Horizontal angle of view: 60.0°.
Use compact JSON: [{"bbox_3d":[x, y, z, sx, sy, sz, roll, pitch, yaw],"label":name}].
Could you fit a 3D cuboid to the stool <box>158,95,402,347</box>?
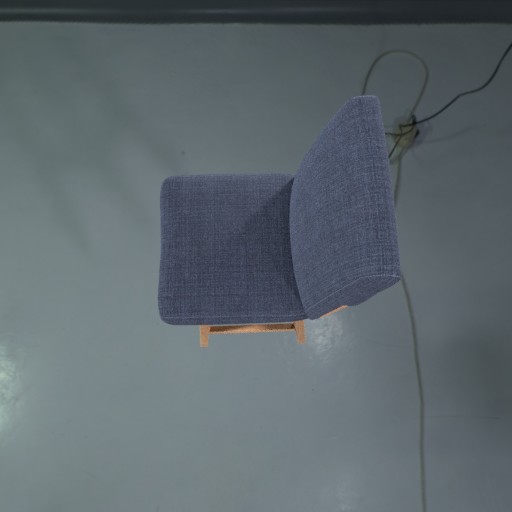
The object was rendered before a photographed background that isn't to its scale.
[{"bbox_3d":[0.000,0.000,1.427,0.570,1.112,0.483,-2,75,-1],"label":"stool"}]
